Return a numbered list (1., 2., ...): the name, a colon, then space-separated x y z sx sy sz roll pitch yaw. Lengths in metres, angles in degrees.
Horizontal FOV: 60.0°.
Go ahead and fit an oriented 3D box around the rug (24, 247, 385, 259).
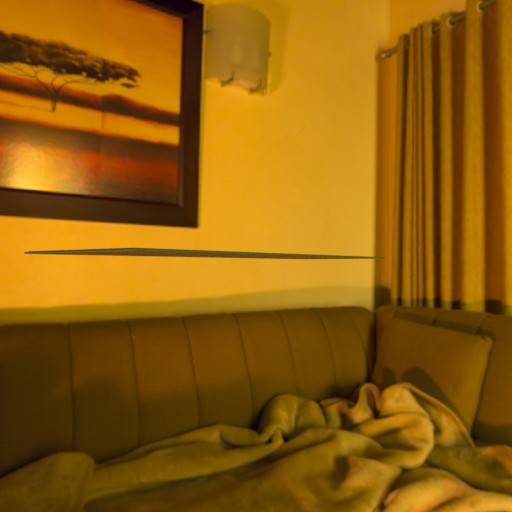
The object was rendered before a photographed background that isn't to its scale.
1. rug: 0.000 0.000 2.434 0.662 0.011 2.196 -1 -1 36
